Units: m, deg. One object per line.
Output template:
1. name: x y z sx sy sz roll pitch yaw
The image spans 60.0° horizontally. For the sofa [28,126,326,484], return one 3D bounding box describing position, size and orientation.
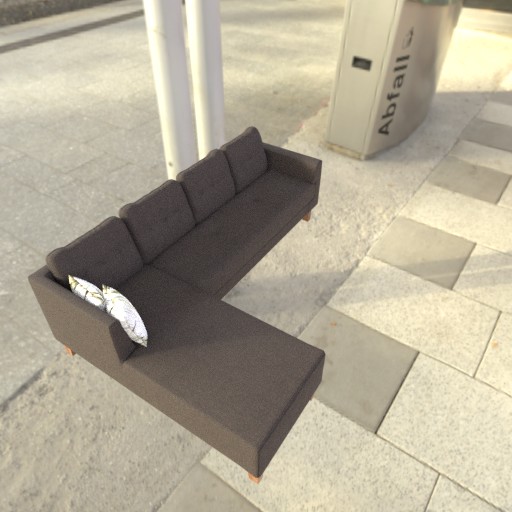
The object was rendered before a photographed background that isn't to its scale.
1. sofa: 0.000 0.000 3.536 1.829 0.932 2.679 23 46 25
